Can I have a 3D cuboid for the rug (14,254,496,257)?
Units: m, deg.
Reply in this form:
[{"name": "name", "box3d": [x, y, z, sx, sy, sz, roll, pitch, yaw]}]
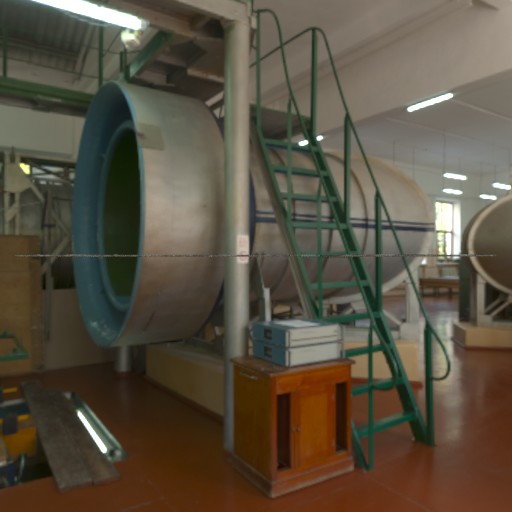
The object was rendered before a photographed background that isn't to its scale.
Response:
[{"name": "rug", "box3d": [0.000, 0.000, 2.981, 2.434, 0.015, 1.520, 0, 0, 1]}]
